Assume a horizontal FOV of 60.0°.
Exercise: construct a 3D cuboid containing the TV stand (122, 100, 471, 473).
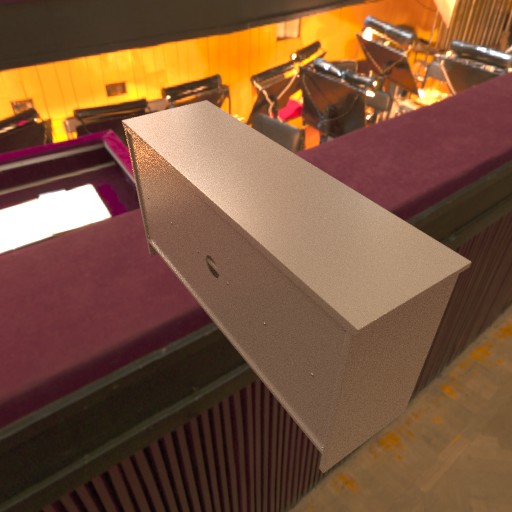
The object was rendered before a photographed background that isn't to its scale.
[{"bbox_3d":[0.000,0.000,1.456,0.344,0.603,1.167,-24,45,-26],"label":"TV stand"}]
